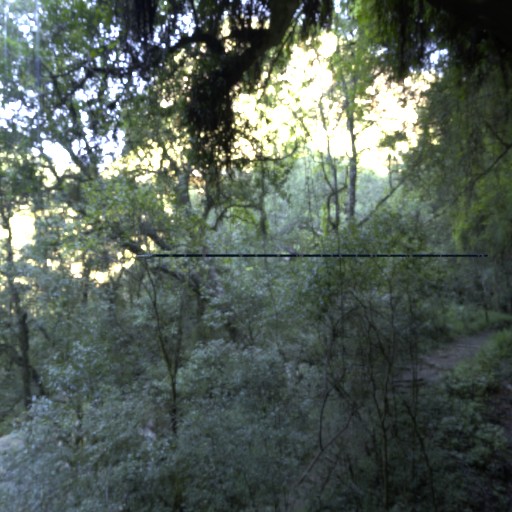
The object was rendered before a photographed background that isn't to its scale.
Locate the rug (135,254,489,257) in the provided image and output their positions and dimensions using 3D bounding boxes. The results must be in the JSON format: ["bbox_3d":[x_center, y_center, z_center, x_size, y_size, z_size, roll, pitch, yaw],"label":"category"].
[{"bbox_3d":[0.000,0.000,2.989,1.517,0.011,2.435,0,0,-17],"label":"rug"}]
